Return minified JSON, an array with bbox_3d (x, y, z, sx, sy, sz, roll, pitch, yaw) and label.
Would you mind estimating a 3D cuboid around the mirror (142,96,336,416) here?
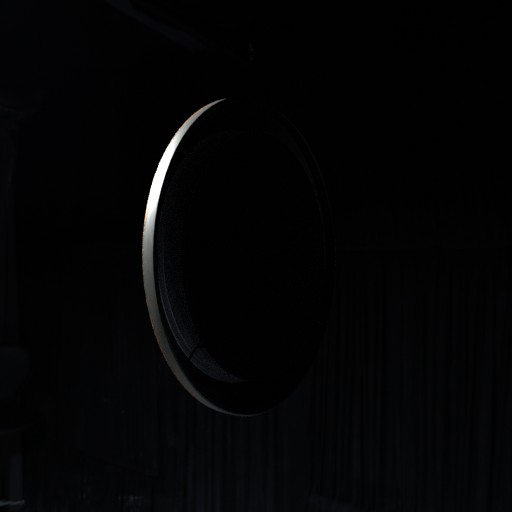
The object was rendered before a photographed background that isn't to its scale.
[{"bbox_3d":[0.000,0.000,1.338,0.111,0.907,0.907,-1,-1,35],"label":"mirror"}]
